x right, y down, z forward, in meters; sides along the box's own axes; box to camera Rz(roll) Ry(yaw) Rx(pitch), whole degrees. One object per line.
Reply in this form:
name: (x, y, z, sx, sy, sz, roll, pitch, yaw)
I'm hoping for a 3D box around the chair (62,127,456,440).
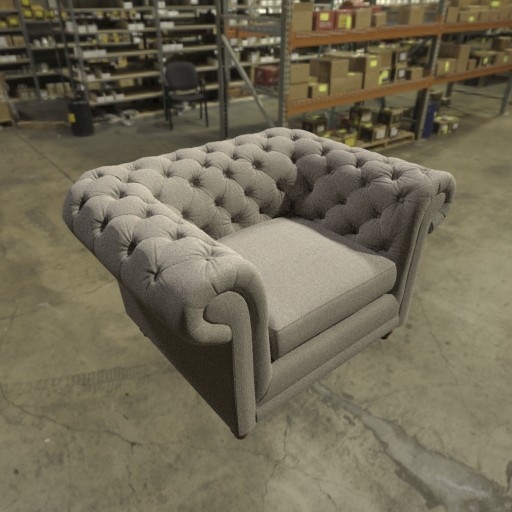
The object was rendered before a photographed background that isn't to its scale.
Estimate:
chair: (0.000, 0.000, 1.852, 1.270, 0.770, 0.976, -23, 38, -33)
